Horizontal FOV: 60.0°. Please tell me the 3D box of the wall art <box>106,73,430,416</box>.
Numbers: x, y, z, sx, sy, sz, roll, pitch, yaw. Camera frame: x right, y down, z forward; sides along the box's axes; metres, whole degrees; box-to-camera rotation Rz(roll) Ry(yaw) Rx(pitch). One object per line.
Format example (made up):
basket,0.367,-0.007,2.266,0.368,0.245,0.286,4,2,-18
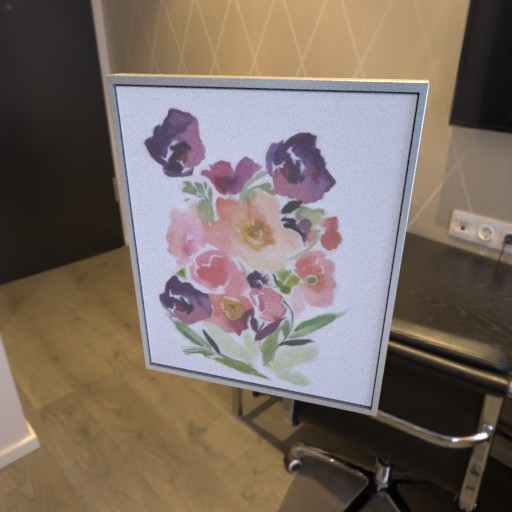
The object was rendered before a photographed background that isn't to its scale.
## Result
wall art,0.000,0.000,0.733,0.452,0.549,0.038,7,27,15
